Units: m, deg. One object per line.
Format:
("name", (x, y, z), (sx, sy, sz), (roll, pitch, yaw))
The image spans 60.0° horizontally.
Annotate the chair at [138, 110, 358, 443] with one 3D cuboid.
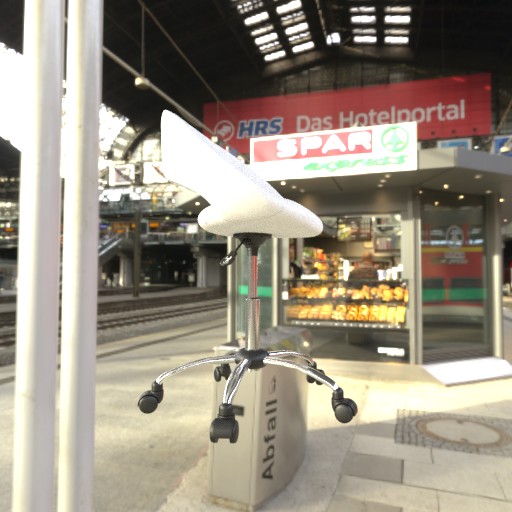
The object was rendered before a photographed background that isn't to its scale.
("chair", (0.000, 0.000, 1.198), (0.538, 0.791, 0.612), (-1, -3, 18))
